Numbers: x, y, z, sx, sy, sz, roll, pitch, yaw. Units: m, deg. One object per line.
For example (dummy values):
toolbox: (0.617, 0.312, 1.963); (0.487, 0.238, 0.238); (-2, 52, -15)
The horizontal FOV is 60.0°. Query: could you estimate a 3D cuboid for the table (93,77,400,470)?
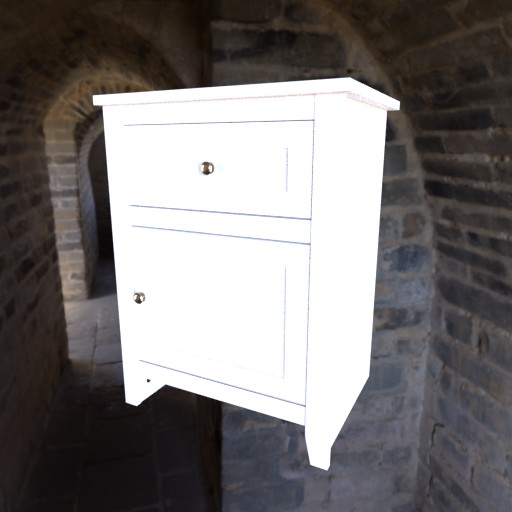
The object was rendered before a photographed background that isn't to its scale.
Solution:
table: (0.000, 0.000, 0.945); (0.480, 0.635, 0.381); (7, 16, 26)
